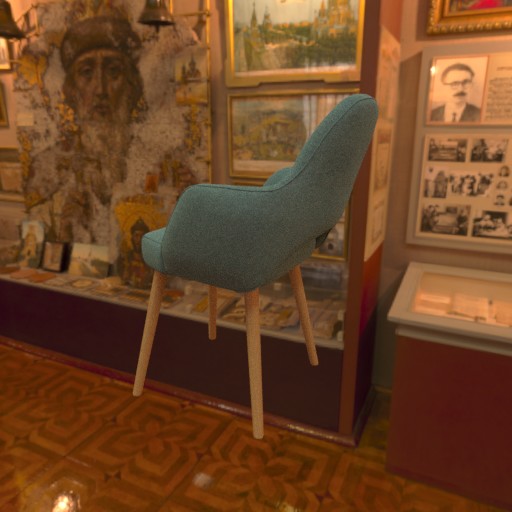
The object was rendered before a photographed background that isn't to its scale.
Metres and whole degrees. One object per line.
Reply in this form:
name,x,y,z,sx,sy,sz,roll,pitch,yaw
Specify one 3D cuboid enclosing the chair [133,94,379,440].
chair,0.000,0.000,1.368,0.666,0.920,0.589,8,18,26
